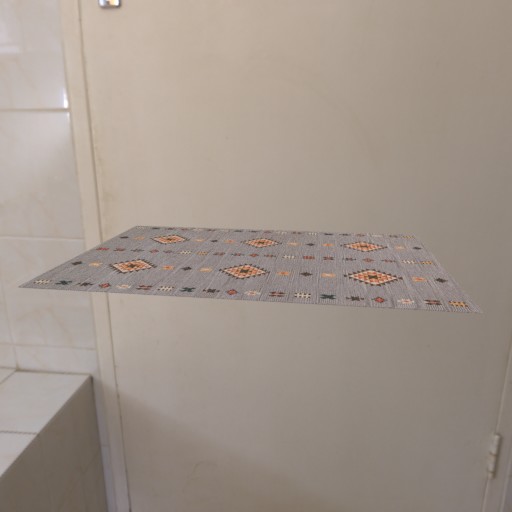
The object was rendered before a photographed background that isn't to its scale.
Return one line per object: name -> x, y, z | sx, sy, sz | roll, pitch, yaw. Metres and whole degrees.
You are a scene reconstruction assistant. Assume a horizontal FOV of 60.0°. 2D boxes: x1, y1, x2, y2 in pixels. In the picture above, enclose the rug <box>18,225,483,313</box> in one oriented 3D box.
rug -> 0.000, 0.000, 2.287 | 1.818, 0.005, 1.217 | 2, 16, 8
